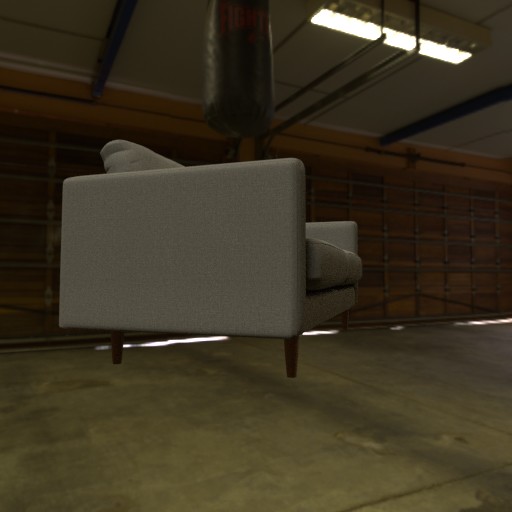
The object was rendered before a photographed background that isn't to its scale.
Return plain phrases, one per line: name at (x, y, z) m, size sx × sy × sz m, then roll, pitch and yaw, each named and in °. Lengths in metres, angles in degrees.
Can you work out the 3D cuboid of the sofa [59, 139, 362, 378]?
sofa at (0.000, 0.000, 2.251) m, size 0.940 × 0.866 × 1.713 m, roll -1°, pitch -3°, yaw 19°
